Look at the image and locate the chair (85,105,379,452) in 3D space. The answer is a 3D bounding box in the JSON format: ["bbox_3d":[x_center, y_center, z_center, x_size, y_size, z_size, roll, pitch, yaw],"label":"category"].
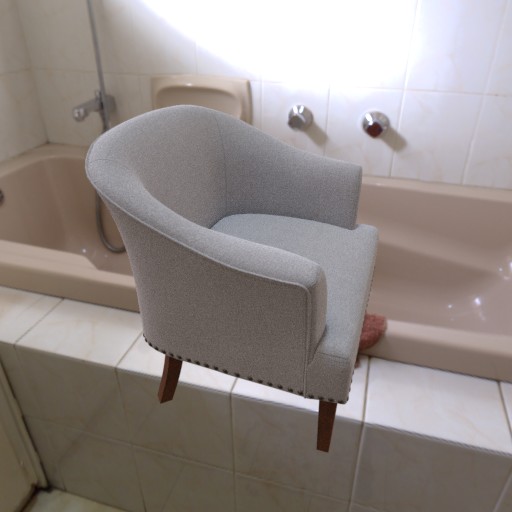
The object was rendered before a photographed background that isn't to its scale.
[{"bbox_3d":[0.000,0.000,1.377,0.704,0.815,0.798,10,31,16],"label":"chair"}]
